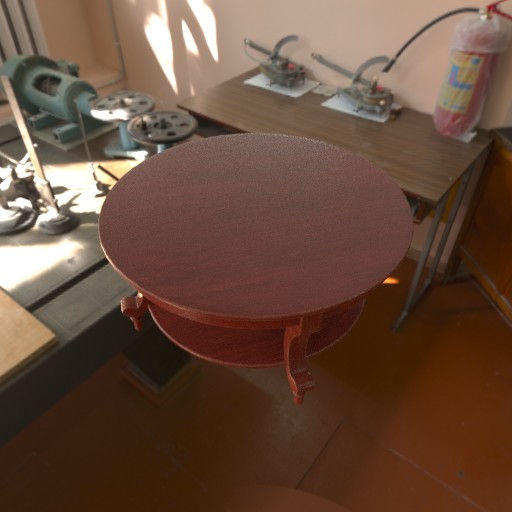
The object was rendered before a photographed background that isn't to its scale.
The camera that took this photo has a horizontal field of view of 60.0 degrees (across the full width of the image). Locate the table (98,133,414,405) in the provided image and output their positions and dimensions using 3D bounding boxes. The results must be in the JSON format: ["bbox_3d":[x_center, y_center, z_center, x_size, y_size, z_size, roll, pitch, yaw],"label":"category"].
[{"bbox_3d":[0.000,0.000,1.645,1.029,0.486,1.029,0,41,0],"label":"table"}]
